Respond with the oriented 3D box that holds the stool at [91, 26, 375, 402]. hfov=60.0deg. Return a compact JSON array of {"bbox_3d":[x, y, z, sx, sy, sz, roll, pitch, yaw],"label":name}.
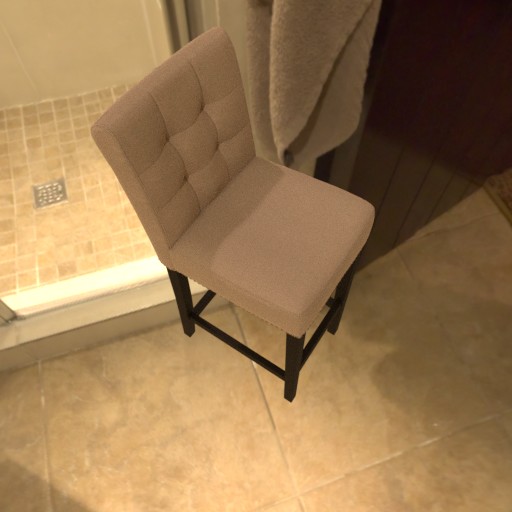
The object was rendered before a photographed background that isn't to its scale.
[{"bbox_3d":[0.000,0.000,1.295,0.548,1.047,0.411,30,63,17],"label":"stool"}]
